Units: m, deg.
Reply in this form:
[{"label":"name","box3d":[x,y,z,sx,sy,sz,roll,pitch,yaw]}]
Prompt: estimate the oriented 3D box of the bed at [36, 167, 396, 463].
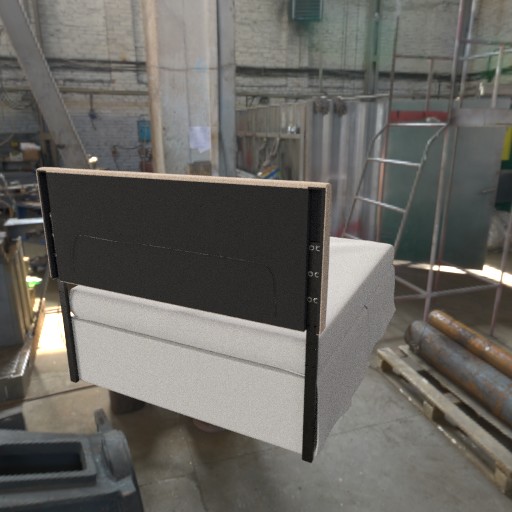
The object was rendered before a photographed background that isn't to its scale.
[{"label":"bed","box3d":[0.000,0.000,2.999,1.643,1.270,1.978,8,18,25]}]
